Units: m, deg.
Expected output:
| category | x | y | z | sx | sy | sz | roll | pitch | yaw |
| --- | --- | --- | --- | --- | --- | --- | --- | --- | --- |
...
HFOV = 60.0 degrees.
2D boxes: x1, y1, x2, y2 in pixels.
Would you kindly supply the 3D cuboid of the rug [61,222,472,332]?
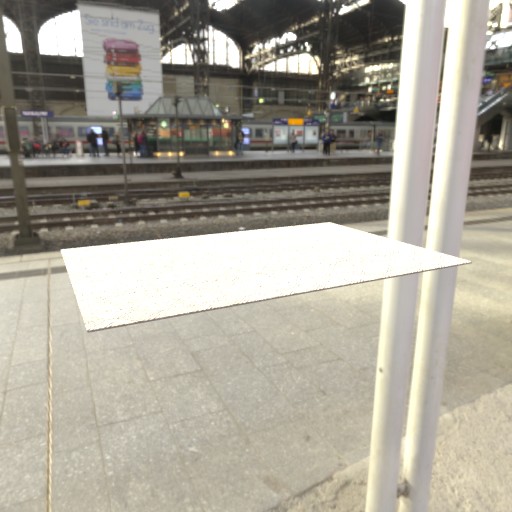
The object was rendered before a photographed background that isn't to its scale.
| category | x | y | z | sx | sy | sz | roll | pitch | yaw |
| --- | --- | --- | --- | --- | --- | --- | --- | --- | --- |
| rug | 0.000 | 0.000 | 2.288 | 1.783 | 0.008 | 1.175 | -7 | 17 | -26 |
